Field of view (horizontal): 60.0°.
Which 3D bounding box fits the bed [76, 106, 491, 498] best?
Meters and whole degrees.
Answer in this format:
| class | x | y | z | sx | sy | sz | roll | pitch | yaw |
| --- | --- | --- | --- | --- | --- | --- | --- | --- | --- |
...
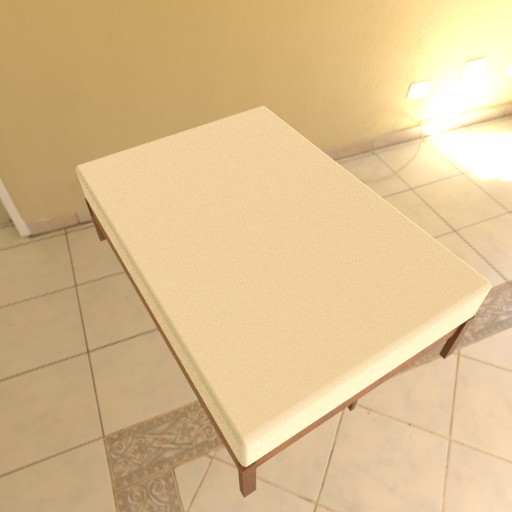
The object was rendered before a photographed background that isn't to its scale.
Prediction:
| class | x | y | z | sx | sy | sz | roll | pitch | yaw |
| --- | --- | --- | --- | --- | --- | --- | --- | --- | --- |
| bed | 0.000 | 0.000 | 2.533 | 1.348 | 0.616 | 1.927 | -25 | 52 | -21 |
